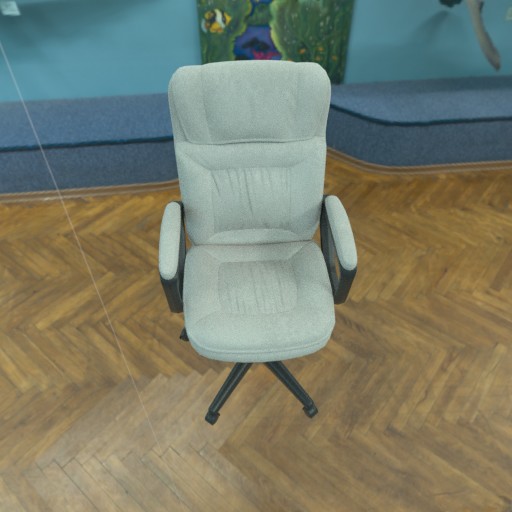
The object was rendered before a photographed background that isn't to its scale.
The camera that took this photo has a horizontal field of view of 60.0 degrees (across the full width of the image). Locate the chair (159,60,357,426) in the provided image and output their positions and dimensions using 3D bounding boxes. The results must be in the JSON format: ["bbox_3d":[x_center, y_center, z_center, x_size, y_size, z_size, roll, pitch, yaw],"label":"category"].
[{"bbox_3d":[0.000,0.000,1.555,0.667,1.105,0.724,-3,46,-3],"label":"chair"}]
